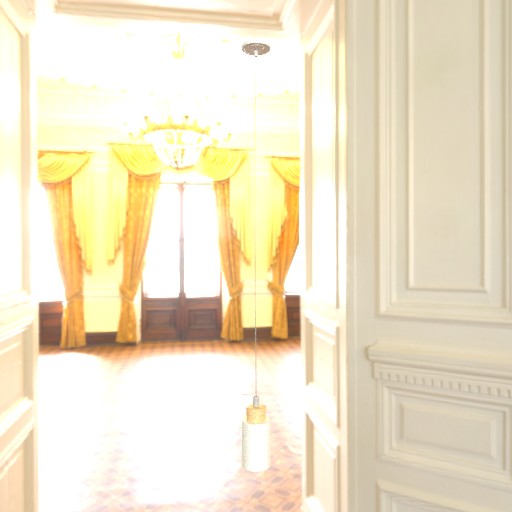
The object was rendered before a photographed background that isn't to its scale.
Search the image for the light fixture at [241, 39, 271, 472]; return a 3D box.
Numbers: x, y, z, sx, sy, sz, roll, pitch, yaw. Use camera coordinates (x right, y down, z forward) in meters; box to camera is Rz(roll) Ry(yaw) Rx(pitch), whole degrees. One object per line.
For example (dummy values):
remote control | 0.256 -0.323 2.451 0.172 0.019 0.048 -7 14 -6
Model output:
light fixture | 0.000 0.000 1.903 0.125 1.798 0.125 0 1 36
